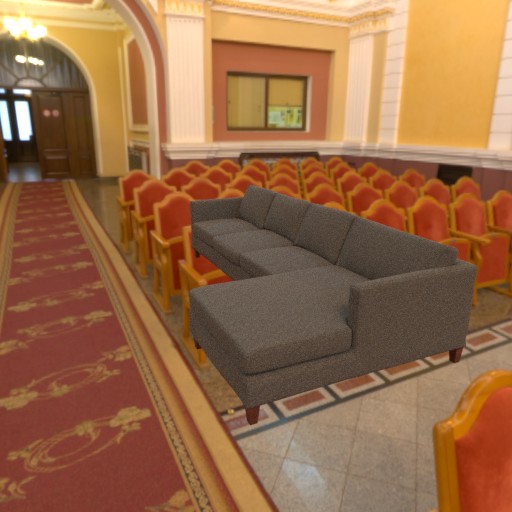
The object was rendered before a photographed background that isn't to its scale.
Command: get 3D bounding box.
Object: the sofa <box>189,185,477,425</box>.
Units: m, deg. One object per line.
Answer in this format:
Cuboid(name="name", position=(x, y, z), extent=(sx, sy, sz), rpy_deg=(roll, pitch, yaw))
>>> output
Cuboid(name="sofa", position=(0.000, 0.000, 3.905), extent=(1.625, 0.846, 3.186), rpy_deg=(-8, 18, -24))
